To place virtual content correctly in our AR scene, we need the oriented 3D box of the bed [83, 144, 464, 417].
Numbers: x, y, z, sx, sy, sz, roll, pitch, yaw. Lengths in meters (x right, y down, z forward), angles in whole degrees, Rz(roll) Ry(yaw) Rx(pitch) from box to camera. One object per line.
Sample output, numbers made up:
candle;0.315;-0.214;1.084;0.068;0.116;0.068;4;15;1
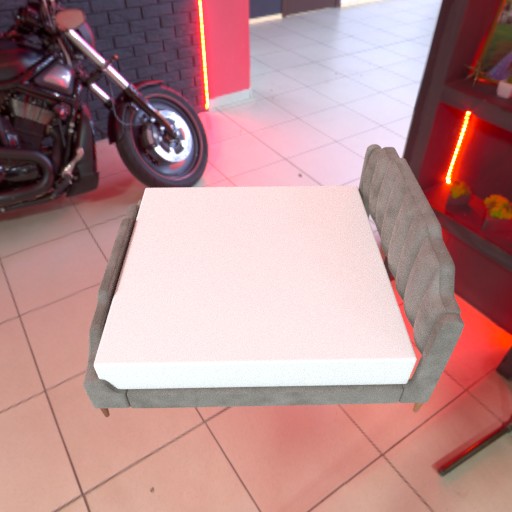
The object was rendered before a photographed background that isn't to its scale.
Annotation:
bed;0.000;0.000;3.507;2.340;1.245;2.074;-1;42;-1
